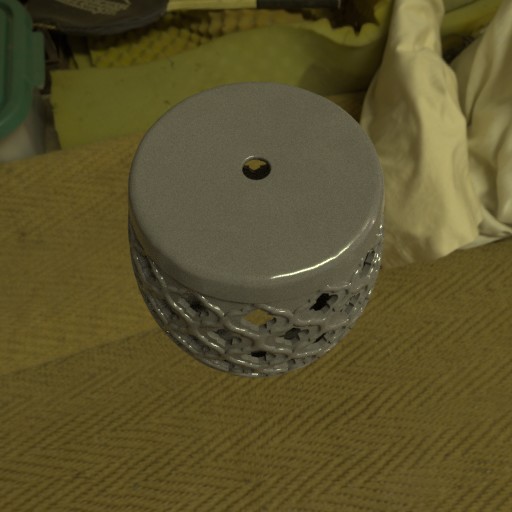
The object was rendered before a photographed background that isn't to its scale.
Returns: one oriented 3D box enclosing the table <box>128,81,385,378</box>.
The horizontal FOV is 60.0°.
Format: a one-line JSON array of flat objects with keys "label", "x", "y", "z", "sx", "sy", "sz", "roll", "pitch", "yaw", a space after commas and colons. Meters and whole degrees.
[{"label": "table", "x": 0.000, "y": 0.000, "z": 0.622, "sx": 0.325, "sy": 0.388, "sz": 0.325, "roll": 0, "pitch": 62, "yaw": 0}]
